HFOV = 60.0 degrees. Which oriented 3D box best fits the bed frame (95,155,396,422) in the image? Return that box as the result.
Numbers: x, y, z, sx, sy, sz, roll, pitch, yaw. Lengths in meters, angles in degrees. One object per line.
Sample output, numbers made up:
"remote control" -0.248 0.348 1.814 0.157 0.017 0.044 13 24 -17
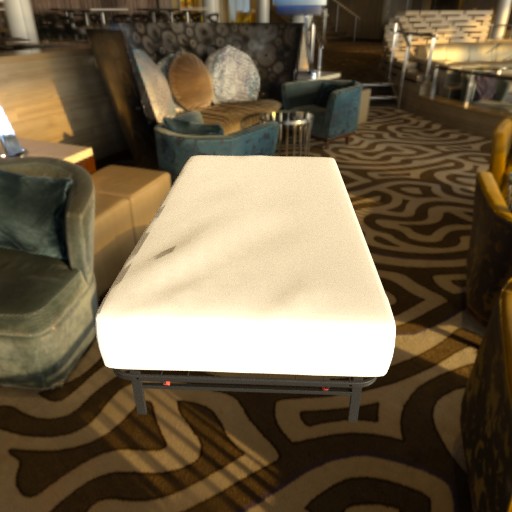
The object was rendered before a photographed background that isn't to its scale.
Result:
"bed frame" 0.000 0.000 2.401 1.025 0.640 1.908 1 29 2
